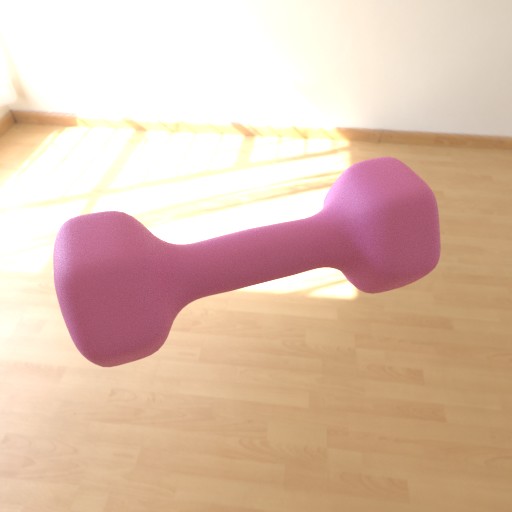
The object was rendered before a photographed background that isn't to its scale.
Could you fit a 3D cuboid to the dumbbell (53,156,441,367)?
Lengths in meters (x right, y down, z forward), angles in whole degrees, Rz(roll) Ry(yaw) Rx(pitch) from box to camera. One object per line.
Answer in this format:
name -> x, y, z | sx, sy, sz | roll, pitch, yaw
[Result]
dumbbell -> 0.000, 0.000, 0.192 | 0.159, 0.058, 0.064 | -13, 45, -13
